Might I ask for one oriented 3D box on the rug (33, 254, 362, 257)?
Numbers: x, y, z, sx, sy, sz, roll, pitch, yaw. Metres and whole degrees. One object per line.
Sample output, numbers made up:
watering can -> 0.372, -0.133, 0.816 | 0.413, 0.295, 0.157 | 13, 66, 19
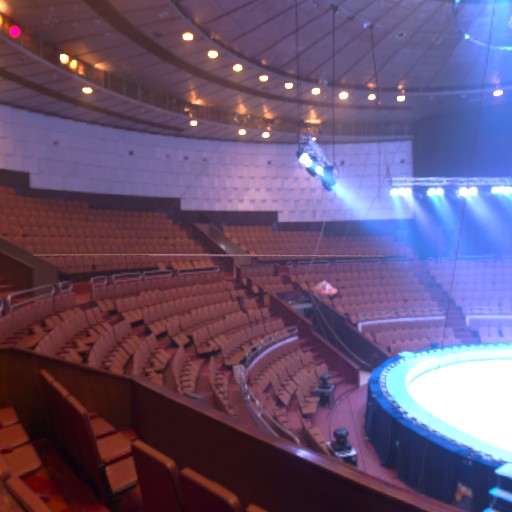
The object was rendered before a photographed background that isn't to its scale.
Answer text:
rug -> 0.000, 0.000, 2.788 | 0.806, 0.006, 2.431 | 0, 0, 36
